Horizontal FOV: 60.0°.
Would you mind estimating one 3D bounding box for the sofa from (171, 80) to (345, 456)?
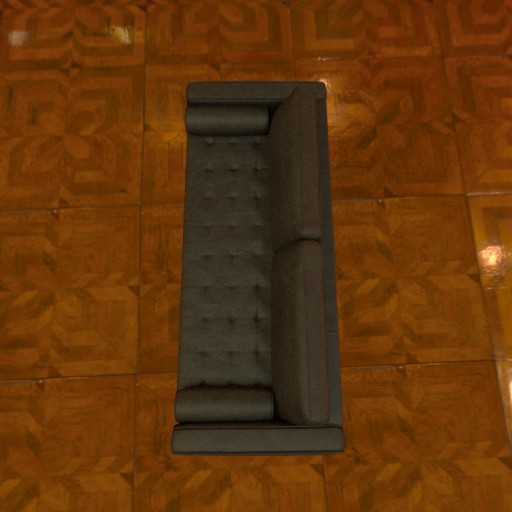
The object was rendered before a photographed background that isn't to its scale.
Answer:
[{"bbox_3d":[0.000,0.000,2.690,0.914,0.762,2.210,0,75,0],"label":"sofa"}]
